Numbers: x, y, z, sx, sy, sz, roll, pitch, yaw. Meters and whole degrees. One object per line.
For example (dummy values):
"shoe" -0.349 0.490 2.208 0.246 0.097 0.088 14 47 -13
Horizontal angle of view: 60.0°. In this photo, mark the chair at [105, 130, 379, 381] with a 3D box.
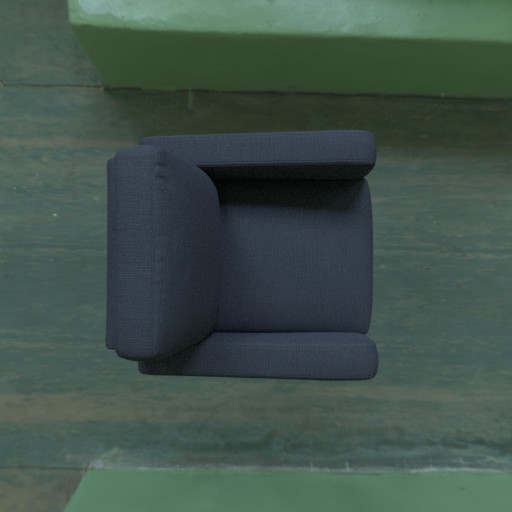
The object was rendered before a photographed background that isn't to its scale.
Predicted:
"chair" 0.000 0.000 1.536 0.863 0.855 0.798 0 89 -1
